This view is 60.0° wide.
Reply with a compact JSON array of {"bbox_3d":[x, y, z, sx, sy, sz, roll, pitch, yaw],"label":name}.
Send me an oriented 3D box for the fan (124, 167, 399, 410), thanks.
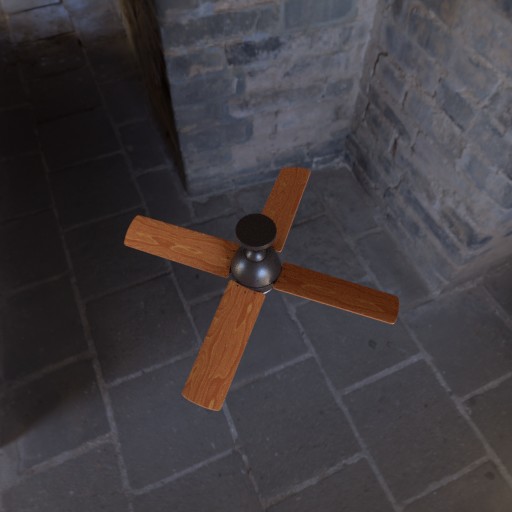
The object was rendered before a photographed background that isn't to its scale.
[{"bbox_3d":[0.000,0.000,1.985,1.332,0.403,1.332,17,59,10],"label":"fan"}]
